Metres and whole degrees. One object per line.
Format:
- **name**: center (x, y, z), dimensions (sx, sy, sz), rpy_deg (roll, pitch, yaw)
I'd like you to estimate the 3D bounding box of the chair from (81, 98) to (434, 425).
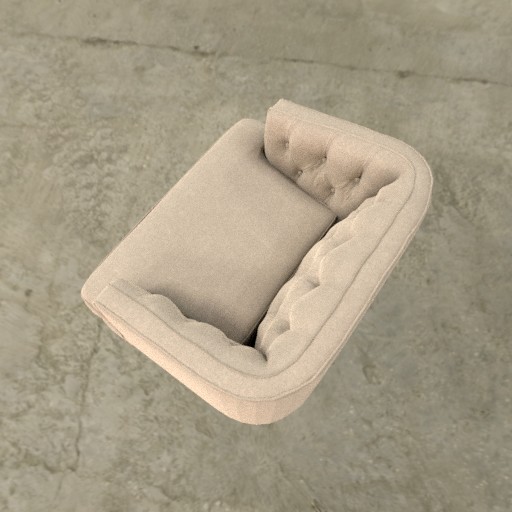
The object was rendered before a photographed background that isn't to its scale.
- **chair**: center (0.000, 0.000, 1.777), dimensions (0.941, 0.852, 1.104), rpy_deg (33, 69, 15)
